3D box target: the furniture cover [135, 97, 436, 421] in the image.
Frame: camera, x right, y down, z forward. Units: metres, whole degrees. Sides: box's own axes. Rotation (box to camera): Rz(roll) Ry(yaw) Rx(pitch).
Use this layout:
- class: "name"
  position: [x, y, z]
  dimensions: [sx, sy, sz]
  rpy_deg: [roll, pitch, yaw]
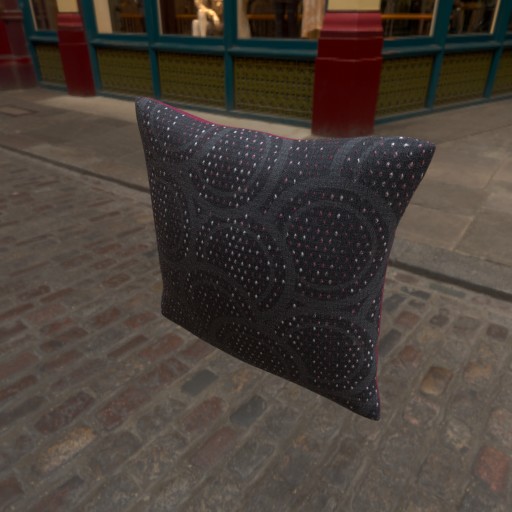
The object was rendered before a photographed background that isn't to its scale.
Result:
- class: "furniture cover"
  position: [0.000, 0.000, 0.816]
  dimensions: [0.552, 0.509, 0.193]
  rpy_deg: [19, 35, 30]
